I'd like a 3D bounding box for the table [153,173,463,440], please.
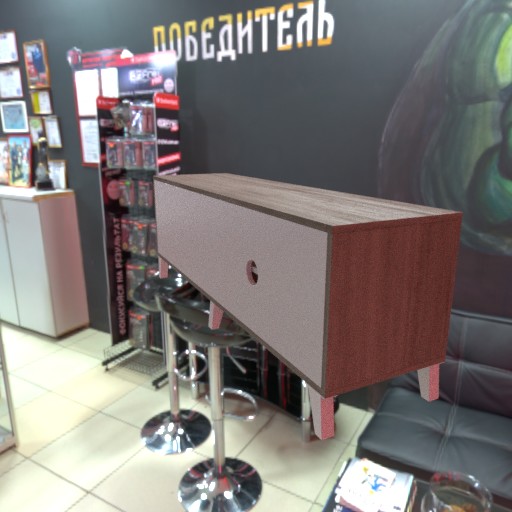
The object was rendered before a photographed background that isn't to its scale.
[{"bbox_3d":[0.000,0.000,1.736,0.400,0.530,1.500,-7,16,-26],"label":"table"}]
